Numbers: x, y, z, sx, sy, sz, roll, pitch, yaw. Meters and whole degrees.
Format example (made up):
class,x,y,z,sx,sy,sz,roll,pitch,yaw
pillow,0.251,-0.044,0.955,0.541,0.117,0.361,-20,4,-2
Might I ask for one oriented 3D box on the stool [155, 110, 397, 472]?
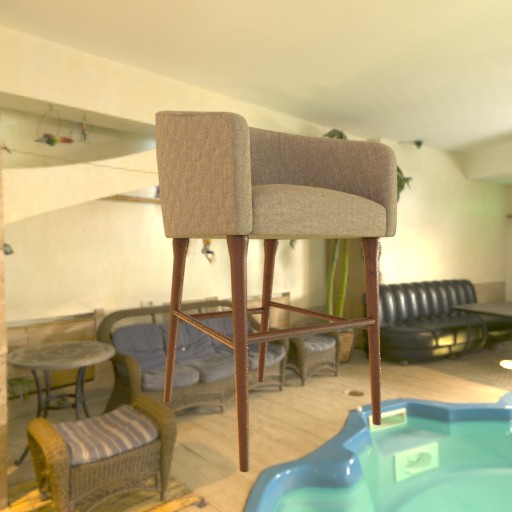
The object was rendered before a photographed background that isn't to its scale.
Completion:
class,x,y,z,sx,sy,sz,roll,pitch,yaw
stool,0.000,0.000,1.348,0.559,0.952,0.635,-1,1,-35
